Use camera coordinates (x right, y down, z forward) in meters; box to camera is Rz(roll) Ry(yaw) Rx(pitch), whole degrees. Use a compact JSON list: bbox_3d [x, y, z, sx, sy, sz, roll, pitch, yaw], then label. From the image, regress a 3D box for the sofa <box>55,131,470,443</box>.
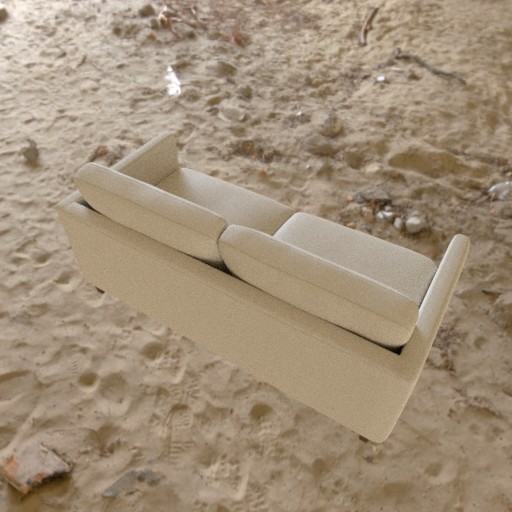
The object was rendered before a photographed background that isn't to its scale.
[{"bbox_3d":[0.000,0.000,2.459,1.981,0.889,0.965,24,50,22],"label":"sofa"}]
